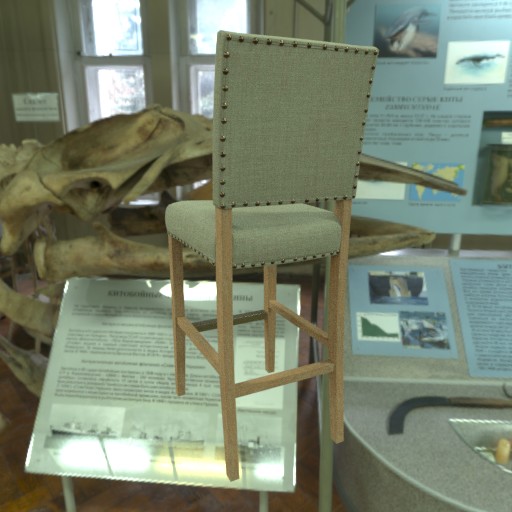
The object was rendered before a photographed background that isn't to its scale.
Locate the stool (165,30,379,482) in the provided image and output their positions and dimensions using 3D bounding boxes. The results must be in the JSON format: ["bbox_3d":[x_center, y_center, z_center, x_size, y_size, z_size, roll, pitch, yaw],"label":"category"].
[{"bbox_3d":[0.000,0.000,1.441,0.445,1.203,0.585,-7,17,-25],"label":"stool"}]
